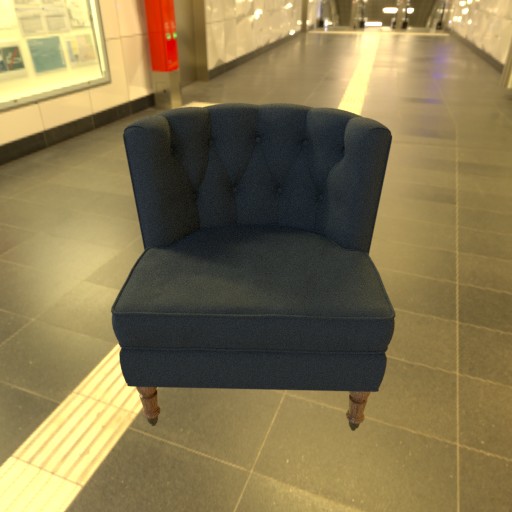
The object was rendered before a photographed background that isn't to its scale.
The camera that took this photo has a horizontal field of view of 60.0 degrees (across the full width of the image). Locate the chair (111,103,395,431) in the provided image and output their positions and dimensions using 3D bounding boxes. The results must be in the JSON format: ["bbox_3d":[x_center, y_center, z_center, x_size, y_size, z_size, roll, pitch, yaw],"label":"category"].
[{"bbox_3d":[0.000,0.000,1.342,0.740,0.771,0.718,1,31,1],"label":"chair"}]
